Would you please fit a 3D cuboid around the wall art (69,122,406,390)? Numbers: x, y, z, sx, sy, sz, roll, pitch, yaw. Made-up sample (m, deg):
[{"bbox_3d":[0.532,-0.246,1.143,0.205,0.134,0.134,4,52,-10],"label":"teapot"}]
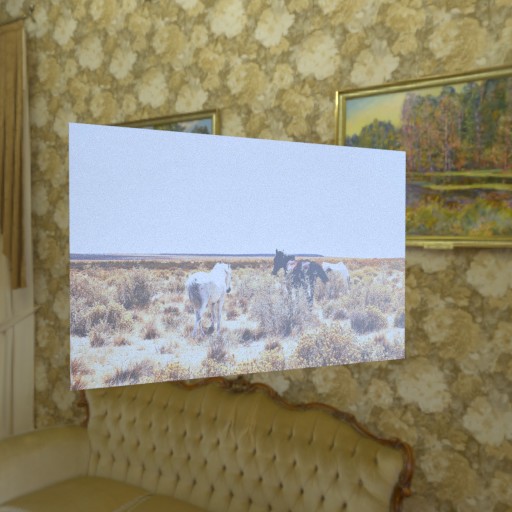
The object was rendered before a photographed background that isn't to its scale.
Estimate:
[{"bbox_3d":[0.000,0.000,1.179,0.914,0.610,0.050,0,1,-19],"label":"wall art"}]
